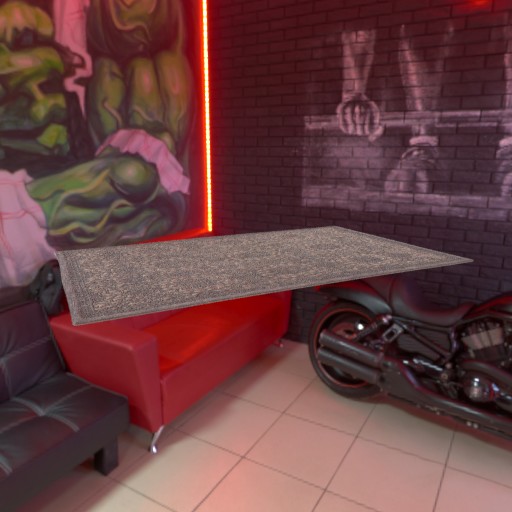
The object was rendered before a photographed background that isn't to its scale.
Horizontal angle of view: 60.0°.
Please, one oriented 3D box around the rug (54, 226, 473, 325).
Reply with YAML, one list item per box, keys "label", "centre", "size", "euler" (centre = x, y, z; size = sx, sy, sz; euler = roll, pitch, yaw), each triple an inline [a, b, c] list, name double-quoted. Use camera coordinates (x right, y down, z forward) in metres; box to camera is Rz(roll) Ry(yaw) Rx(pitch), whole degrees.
- label: "rug"
  centre: [0.000, 0.000, 3.076]
  size: [2.498, 0.022, 1.535]
  euler: [-7, 15, -26]
